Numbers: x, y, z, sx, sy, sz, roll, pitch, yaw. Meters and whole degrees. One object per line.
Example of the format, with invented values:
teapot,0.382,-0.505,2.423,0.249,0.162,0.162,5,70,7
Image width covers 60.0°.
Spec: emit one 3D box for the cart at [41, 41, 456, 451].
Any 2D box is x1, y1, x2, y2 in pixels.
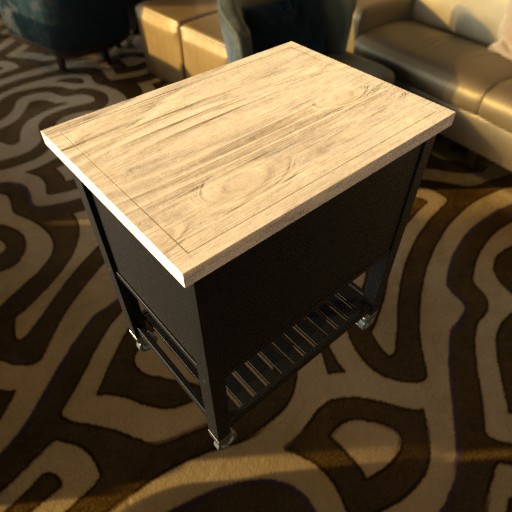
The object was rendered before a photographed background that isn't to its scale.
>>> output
cart,0.000,0.000,1.366,0.797,0.920,0.567,-32,54,-27
